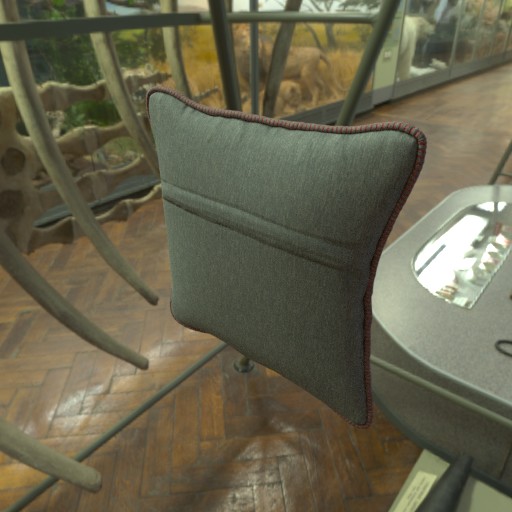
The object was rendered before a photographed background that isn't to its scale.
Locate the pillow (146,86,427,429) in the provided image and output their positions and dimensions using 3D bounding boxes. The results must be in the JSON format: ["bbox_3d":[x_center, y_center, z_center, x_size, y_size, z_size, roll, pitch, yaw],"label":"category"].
[{"bbox_3d":[0.000,0.000,0.727,0.482,0.491,0.124,22,36,34],"label":"pillow"}]
